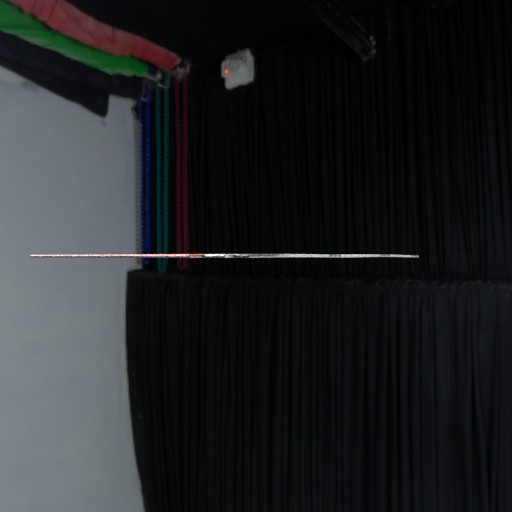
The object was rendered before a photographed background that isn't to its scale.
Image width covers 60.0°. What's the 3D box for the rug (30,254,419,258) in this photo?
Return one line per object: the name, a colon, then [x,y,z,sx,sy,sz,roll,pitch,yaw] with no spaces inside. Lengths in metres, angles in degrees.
rug: [0.000,0.000,2.984,1.530,0.017,2.446,0,0,36]
